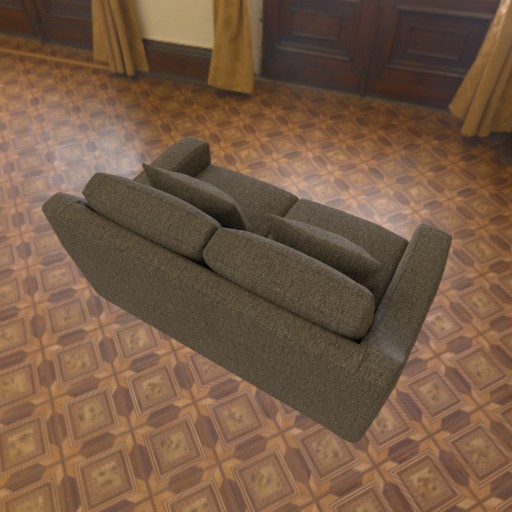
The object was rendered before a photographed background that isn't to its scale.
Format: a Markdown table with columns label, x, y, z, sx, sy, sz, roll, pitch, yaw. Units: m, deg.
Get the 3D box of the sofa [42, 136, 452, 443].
| label | x | y | z | sx | sy | sz | roll | pitch | yaw |
| --- | --- | --- | --- | --- | --- | --- | --- | --- | --- |
| sofa | 0.000 | 0.000 | 2.354 | 1.778 | 0.991 | 1.120 | 25 | 53 | 21 |
